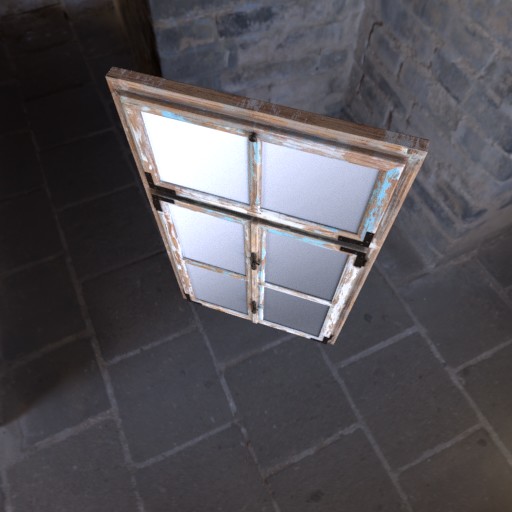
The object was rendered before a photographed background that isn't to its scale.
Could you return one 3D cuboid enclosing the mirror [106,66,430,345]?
[{"bbox_3d":[0.000,0.000,1.454,0.707,1.213,0.083,16,62,9],"label":"mirror"}]
